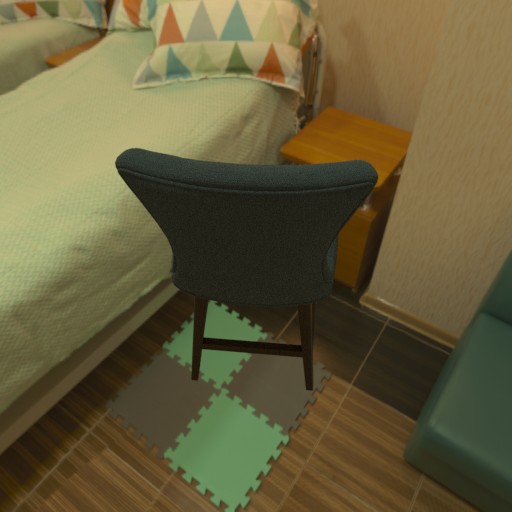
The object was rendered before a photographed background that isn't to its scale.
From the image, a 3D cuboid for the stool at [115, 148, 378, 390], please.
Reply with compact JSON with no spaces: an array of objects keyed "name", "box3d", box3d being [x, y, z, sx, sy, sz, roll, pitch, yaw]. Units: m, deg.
[{"name":"stool","box3d":[0.000,0.000,1.358,0.514,1.000,0.574,4,46,4]}]
